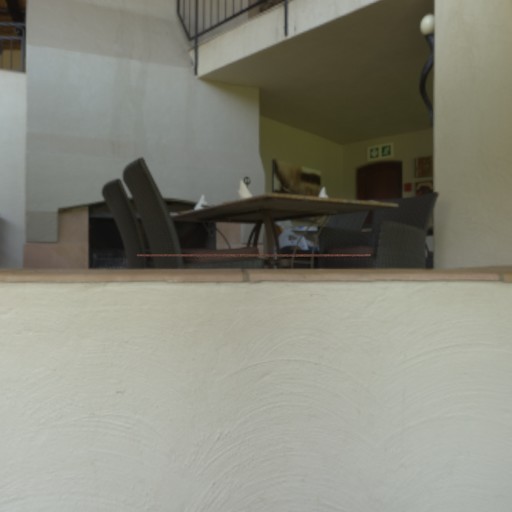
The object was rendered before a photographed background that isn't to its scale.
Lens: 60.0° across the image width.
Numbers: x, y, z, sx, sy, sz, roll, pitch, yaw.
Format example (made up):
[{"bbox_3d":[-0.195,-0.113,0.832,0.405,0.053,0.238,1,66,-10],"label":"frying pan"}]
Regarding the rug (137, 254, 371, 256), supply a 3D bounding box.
[{"bbox_3d":[0.000,0.000,2.716,0.792,0.006,2.437,0,0,0],"label":"rug"}]
